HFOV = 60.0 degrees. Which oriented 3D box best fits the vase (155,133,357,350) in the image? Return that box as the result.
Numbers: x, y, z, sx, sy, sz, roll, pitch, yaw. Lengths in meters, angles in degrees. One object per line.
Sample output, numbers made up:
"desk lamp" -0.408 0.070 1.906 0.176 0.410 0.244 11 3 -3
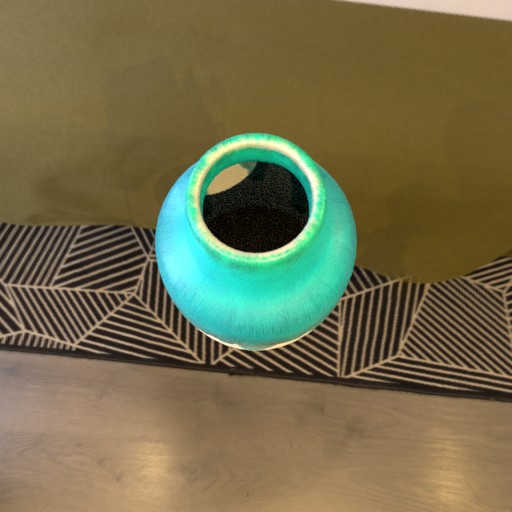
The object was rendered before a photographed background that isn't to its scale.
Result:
"vase" 0.000 0.000 0.256 0.106 0.192 0.106 0 77 0
